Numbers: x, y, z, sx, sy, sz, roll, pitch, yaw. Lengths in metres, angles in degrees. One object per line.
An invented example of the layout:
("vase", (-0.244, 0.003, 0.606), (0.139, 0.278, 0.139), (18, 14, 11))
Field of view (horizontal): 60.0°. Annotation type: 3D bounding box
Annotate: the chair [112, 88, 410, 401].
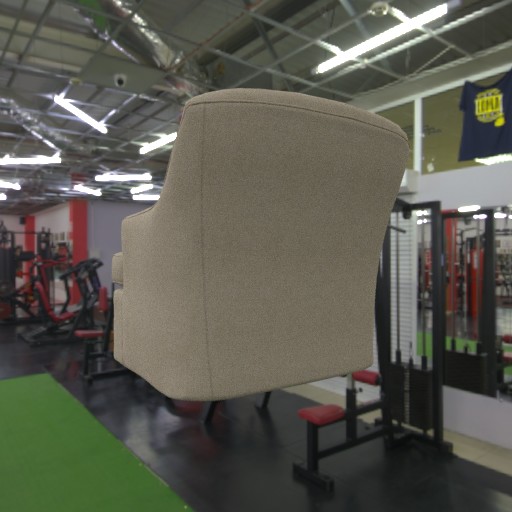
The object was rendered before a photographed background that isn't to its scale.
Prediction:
("chair", (0.000, 0.000, 1.584), (0.864, 0.856, 0.923), (0, 0, -35))
